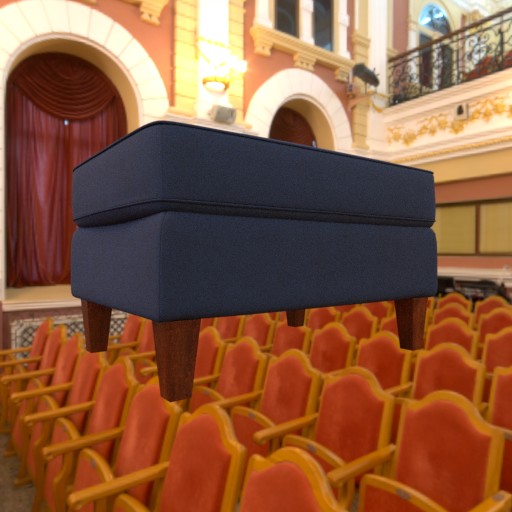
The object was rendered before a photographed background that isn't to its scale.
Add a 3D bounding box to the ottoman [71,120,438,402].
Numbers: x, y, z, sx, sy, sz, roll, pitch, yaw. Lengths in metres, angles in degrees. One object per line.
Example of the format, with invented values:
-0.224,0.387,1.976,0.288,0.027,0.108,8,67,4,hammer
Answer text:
0.000,0.000,1.380,0.965,0.584,0.686,0,0,-36,ottoman
